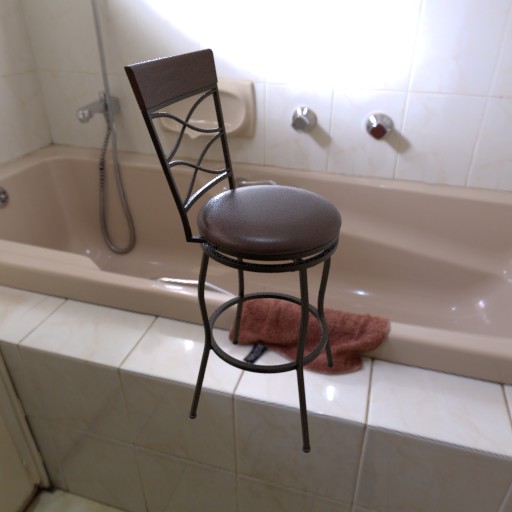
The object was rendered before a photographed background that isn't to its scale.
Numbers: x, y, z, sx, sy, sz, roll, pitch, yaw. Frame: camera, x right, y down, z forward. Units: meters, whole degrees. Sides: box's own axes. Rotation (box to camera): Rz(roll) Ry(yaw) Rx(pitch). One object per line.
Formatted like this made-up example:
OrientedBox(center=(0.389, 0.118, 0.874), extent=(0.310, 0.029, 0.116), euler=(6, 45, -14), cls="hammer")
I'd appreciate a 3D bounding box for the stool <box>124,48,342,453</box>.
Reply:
OrientedBox(center=(0.000, 0.000, 1.385), extent=(0.513, 1.130, 0.448), euler=(10, 31, 17), cls="stool")
